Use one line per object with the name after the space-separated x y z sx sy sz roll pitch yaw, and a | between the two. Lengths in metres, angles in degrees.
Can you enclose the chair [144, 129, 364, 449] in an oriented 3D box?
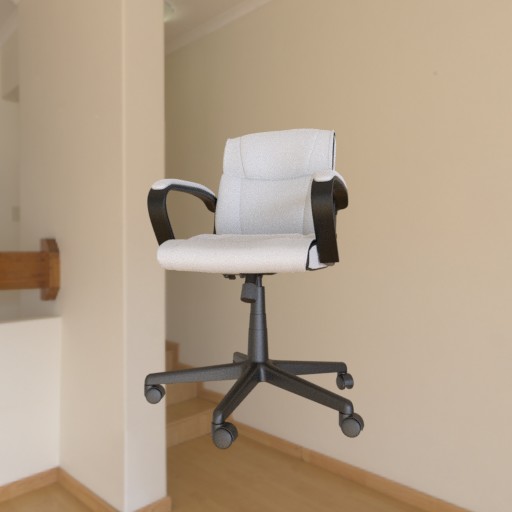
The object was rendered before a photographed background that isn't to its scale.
0.000 0.000 1.496 0.739 1.004 0.717 0 1 19 | chair
